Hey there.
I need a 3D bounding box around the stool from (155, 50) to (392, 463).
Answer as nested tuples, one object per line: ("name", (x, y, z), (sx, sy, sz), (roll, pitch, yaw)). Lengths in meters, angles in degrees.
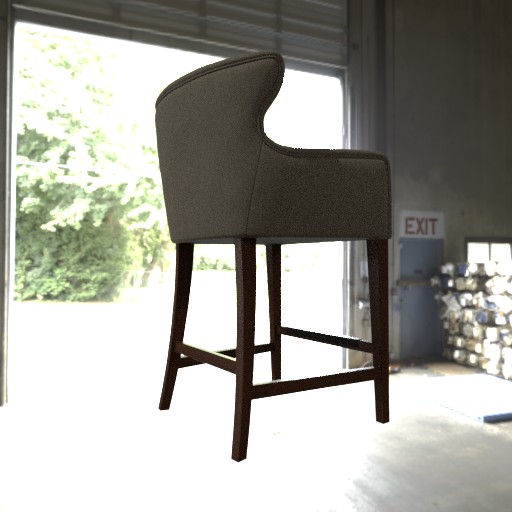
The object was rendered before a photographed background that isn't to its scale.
("stool", (0.000, 0.000, 1.326), (0.575, 0.951, 0.575), (1, -1, -35))
